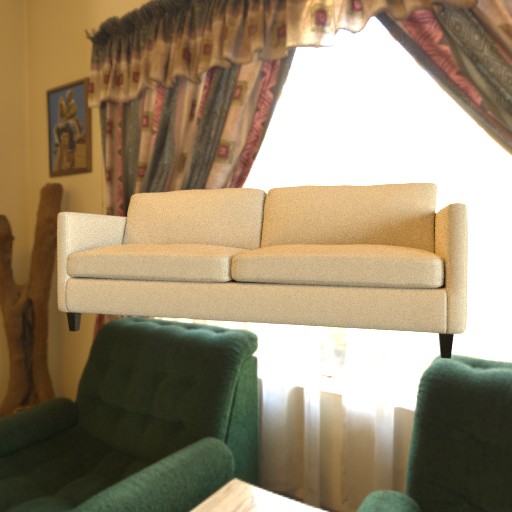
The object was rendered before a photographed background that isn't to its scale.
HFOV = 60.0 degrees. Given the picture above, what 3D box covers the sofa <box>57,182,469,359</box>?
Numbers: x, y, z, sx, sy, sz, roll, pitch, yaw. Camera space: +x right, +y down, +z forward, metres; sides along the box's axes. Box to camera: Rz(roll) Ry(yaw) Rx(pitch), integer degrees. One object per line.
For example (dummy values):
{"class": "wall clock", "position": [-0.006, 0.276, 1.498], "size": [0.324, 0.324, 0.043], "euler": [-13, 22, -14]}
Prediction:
{"class": "sofa", "position": [0.000, 0.000, 2.914], "size": [2.434, 0.965, 0.948], "euler": [1, 2, 17]}
